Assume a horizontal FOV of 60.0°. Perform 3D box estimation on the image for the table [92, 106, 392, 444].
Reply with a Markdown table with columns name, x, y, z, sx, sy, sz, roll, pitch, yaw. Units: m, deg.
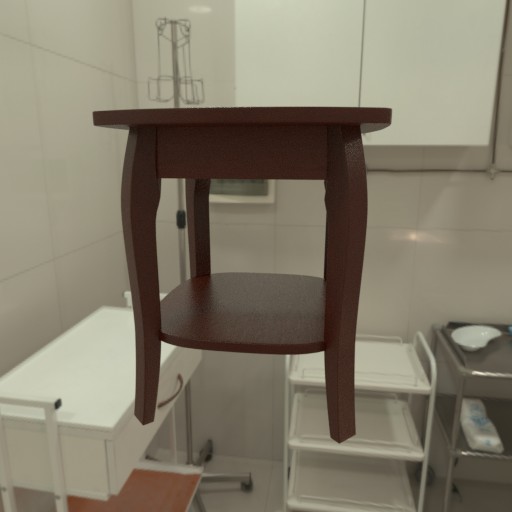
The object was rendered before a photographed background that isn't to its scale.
| name | x | y | z | sx | sy | sz | roll | pitch | yaw |
| --- | --- | --- | --- | --- | --- | --- | --- | --- | --- |
| table | 0.000 | 0.000 | 0.840 | 0.433 | 0.496 | 0.502 | 2 | 14 | 8 |
